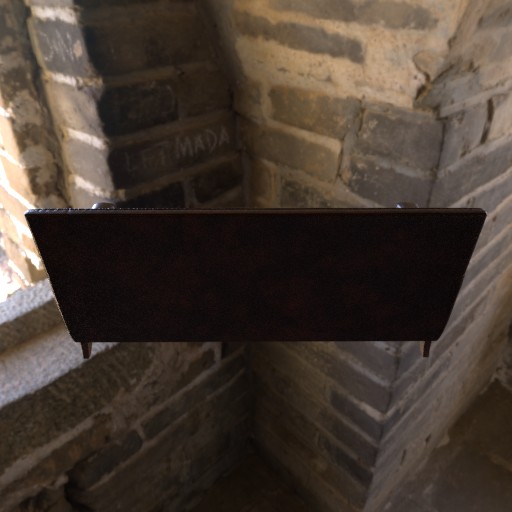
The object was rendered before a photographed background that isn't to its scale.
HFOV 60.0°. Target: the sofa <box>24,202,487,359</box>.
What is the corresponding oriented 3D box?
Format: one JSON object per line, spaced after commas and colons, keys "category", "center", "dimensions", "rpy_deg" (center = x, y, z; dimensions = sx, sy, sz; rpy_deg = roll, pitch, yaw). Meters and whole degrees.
{"category": "sofa", "center": [0.000, 0.000, 2.447], "dimensions": [1.995, 0.871, 0.786], "rpy_deg": [0, 30, 0]}
